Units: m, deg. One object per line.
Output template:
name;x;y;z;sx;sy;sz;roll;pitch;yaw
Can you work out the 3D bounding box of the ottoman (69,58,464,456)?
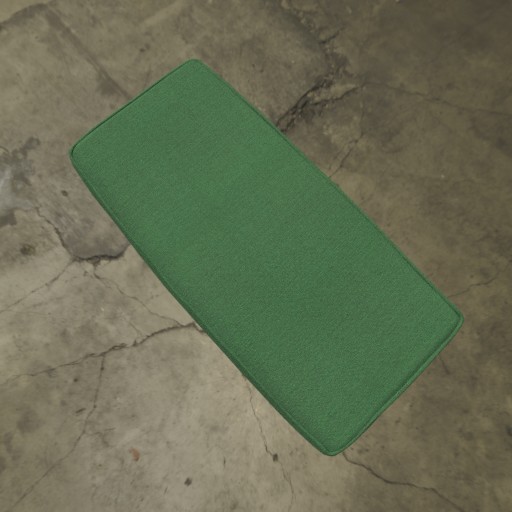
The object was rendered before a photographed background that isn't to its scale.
ottoman;0.000;0.000;1.237;0.483;0.471;0.957;-41;78;-10
